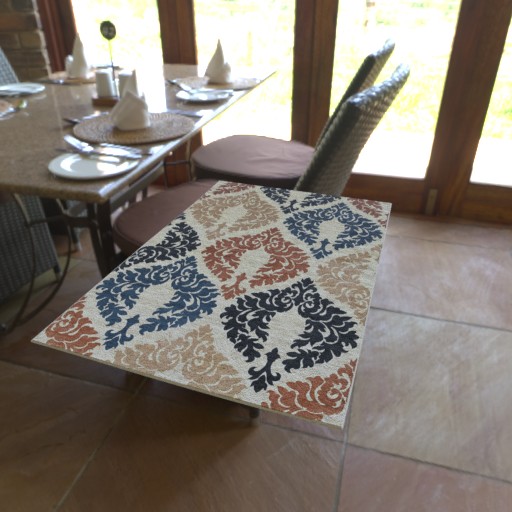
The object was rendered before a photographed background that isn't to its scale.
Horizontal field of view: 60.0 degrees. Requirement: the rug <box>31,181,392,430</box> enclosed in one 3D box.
[{"bbox_3d":[0.000,0.000,2.838,1.514,0.014,2.275,10,32,17],"label":"rug"}]
